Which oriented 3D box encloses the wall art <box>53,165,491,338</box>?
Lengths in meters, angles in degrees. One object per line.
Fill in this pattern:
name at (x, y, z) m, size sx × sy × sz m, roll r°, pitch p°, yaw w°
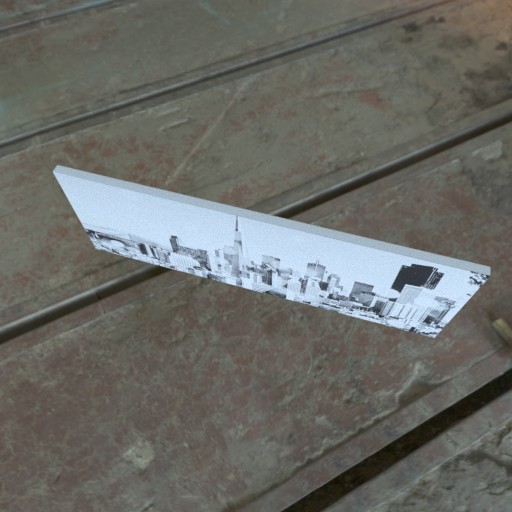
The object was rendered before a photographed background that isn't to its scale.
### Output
wall art at (0.000, 0.000, 1.707) m, size 1.520 × 0.507 × 0.039 m, roll 14°, pitch 59°, yaw 9°
